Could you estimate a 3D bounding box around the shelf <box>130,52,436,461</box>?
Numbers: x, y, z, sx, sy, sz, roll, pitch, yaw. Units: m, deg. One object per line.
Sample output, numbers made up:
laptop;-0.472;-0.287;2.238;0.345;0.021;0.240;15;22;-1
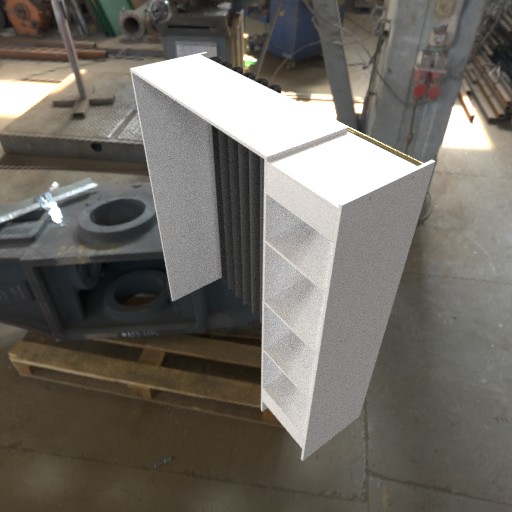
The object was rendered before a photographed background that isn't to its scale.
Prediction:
shelf;0.000;0.000;2.598;0.500;1.810;1.600;-26;47;-27
